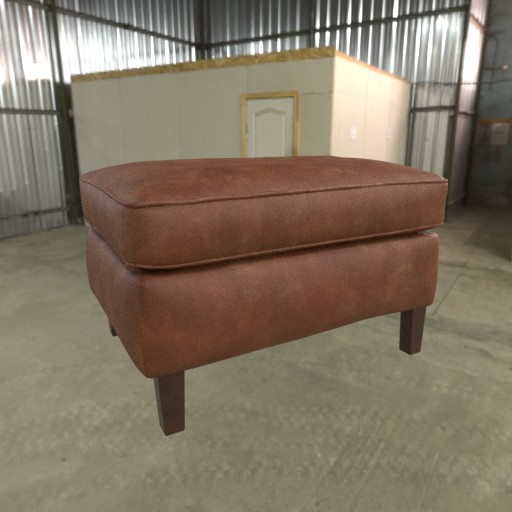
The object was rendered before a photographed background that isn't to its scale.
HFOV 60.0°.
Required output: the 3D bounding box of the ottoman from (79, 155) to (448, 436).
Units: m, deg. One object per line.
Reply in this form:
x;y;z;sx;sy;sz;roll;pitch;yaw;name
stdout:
0.000;0.000;0.979;0.665;0.418;0.501;-9;18;-27;ottoman
